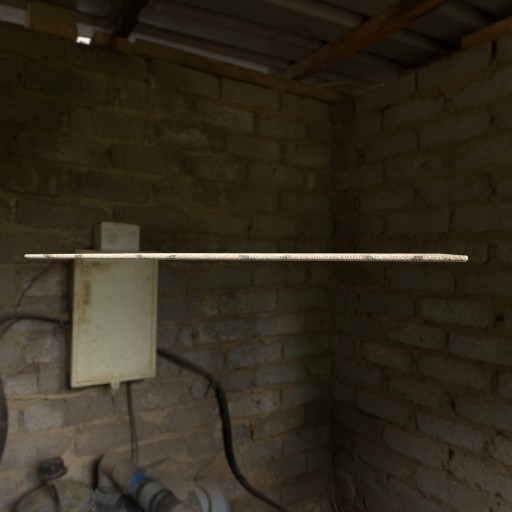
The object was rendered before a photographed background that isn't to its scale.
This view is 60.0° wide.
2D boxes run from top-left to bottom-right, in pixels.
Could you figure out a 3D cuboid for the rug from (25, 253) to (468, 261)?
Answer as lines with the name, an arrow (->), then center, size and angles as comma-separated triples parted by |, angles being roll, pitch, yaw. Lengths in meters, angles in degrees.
rug -> 0.000, 0.000, 2.906 | 2.348, 0.024, 1.501 | 0, 1, 19
